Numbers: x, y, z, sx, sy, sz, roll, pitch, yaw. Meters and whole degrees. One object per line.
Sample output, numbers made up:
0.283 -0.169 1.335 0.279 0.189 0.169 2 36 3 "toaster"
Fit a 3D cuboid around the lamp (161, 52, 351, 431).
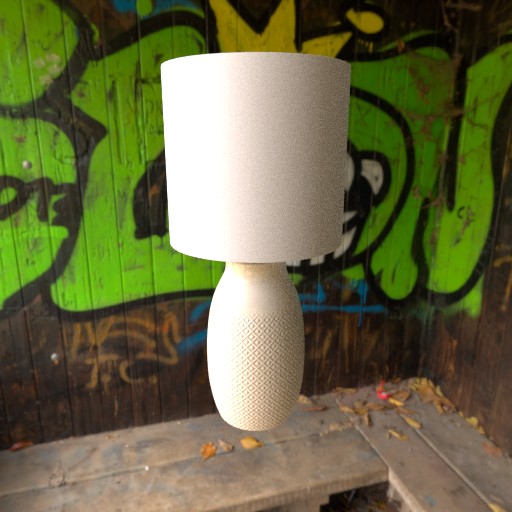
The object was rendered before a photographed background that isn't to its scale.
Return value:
0.000 0.000 0.576 0.217 0.453 0.217 -15 21 -43 "lamp"
